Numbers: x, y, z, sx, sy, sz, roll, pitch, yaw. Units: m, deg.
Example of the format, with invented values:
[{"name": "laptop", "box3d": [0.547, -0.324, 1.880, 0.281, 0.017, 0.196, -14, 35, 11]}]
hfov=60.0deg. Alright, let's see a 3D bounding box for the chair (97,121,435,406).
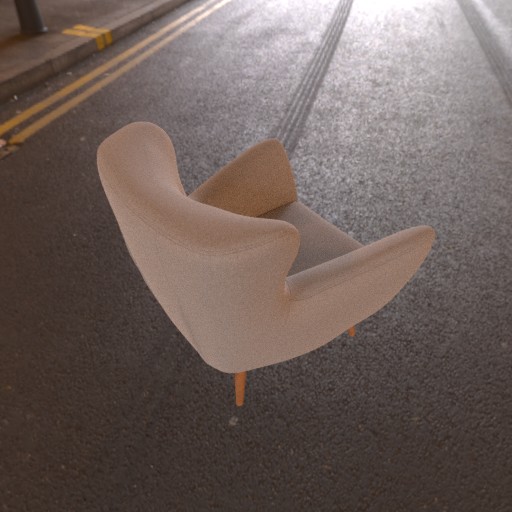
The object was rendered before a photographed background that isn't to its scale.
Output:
[{"name": "chair", "box3d": [0.000, 0.000, 1.629, 0.889, 0.889, 0.890, -25, 46, -27]}]
